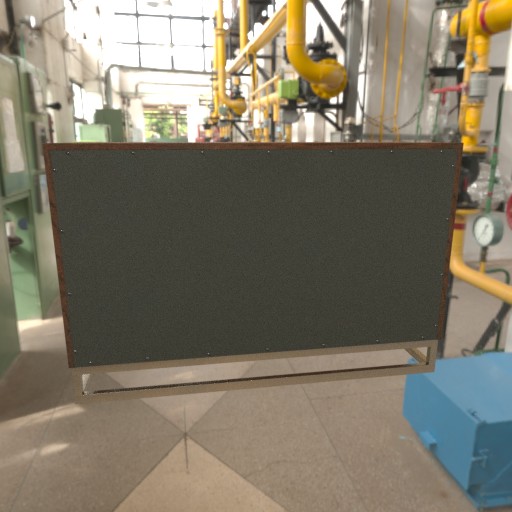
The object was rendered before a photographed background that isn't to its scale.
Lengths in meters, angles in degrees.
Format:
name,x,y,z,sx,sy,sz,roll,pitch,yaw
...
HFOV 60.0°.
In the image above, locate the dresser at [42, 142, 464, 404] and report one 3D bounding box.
name,x,y,z,sx,sy,sz,roll,pitch,yaw
dresser,0.000,0.000,2.136,1.646,1.061,0.623,-2,15,-9
